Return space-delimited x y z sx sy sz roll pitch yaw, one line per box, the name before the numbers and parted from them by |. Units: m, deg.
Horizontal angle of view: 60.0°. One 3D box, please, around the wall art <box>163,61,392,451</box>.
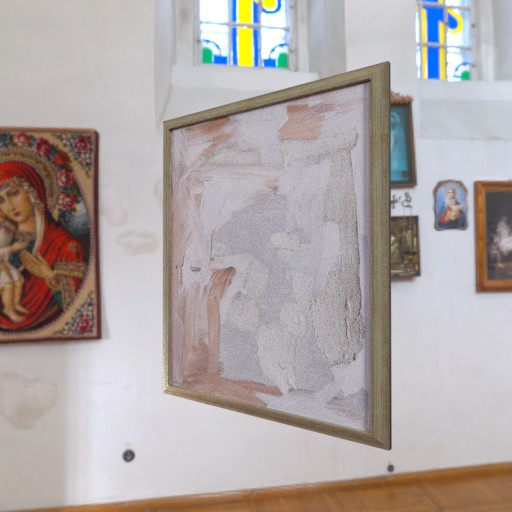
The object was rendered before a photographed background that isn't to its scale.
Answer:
wall art | 0.000 0.000 0.915 0.559 0.660 0.018 0 -1 36
